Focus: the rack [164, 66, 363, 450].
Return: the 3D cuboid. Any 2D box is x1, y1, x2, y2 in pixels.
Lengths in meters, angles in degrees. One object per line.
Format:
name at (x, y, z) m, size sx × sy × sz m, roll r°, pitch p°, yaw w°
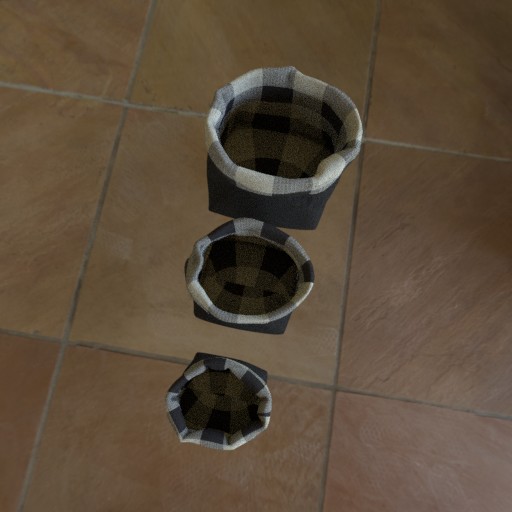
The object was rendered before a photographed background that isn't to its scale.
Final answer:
rack at (0.000, 0.000, 1.084) m, size 0.370 × 0.329 × 0.889 m, roll 12°, pitch 76°, yaw 3°
